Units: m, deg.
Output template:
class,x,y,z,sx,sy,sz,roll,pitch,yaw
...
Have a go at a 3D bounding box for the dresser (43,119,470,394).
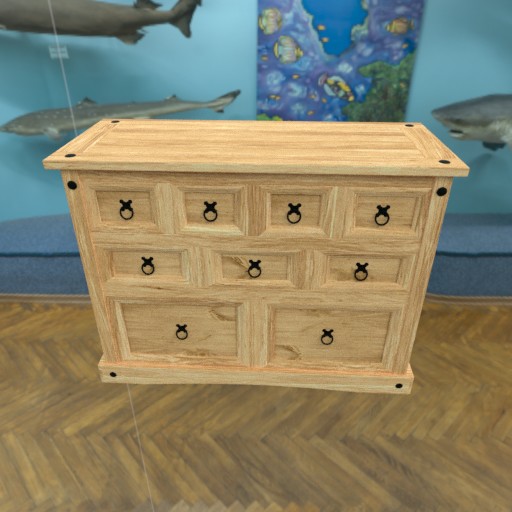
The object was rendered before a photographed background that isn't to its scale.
class,x,y,z,sx,sy,sz,roll,pitch,yaw
dresser,0.000,0.000,1.386,0.990,0.740,0.410,2,30,3
